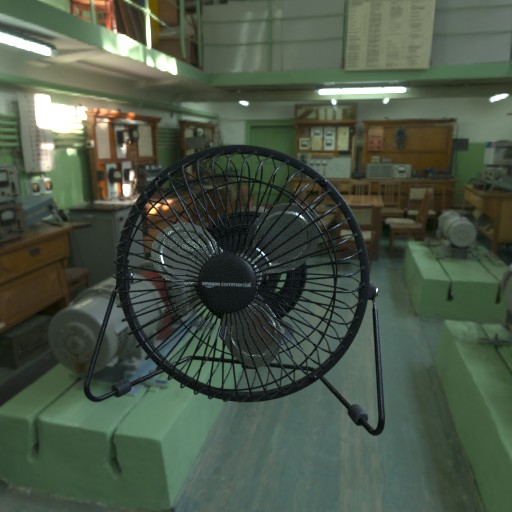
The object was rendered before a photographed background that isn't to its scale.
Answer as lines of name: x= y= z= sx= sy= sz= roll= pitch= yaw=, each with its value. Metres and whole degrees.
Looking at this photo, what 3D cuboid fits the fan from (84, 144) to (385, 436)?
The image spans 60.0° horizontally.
fan: x=0.000 y=0.000 z=0.384 sx=0.209 sy=0.188 sz=0.227 roll=3 pitch=15 yaw=11
